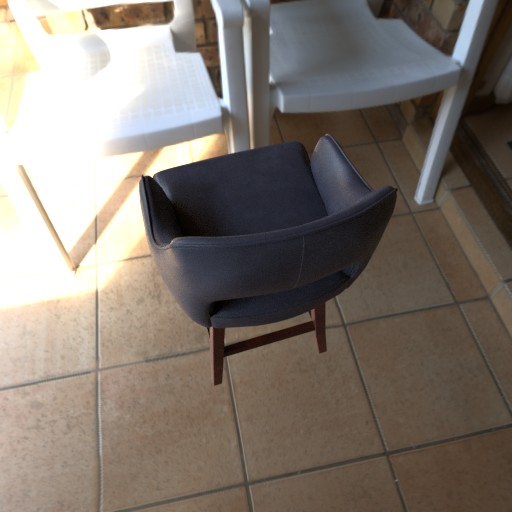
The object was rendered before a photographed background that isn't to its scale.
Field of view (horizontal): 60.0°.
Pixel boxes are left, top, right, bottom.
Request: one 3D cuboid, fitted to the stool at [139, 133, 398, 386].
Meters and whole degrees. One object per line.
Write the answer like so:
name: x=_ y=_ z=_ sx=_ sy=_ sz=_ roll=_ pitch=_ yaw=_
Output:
stool: x=0.000 y=0.000 z=1.279 sx=0.550 sy=0.936 sz=0.560 roll=-15 pitch=59 yaw=-9
